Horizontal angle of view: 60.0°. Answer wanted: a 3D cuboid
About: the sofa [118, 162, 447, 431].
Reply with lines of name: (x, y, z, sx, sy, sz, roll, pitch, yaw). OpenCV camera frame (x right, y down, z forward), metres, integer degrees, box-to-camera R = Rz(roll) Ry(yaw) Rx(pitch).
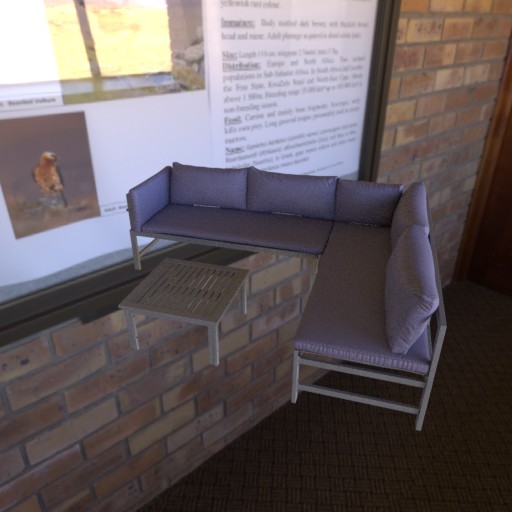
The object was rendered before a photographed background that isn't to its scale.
sofa: (0.000, 0.000, 2.938, 2.149, 0.762, 1.658, 8, 29, 14)
